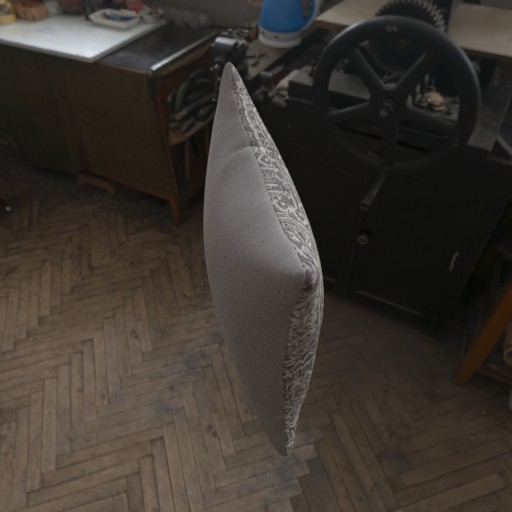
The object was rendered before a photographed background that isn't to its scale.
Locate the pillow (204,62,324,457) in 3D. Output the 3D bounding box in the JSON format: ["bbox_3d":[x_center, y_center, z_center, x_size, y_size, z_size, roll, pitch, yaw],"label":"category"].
[{"bbox_3d":[0.000,0.000,0.800,0.180,0.487,0.546,-8,46,-8],"label":"pillow"}]
